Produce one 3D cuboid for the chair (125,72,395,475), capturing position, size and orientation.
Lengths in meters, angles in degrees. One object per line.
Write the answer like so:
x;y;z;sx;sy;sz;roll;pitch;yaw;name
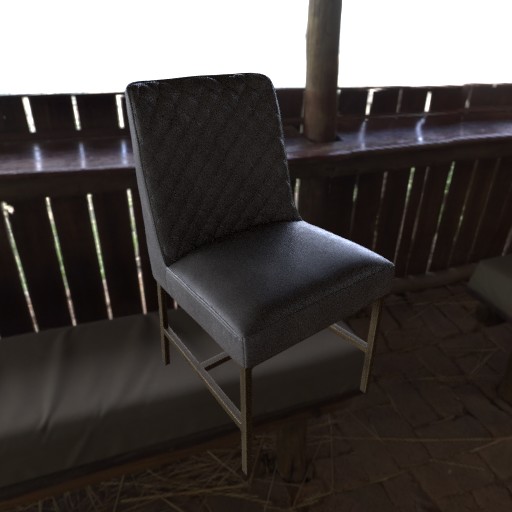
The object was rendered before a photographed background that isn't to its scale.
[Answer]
0.000;0.000;1.237;0.508;0.889;0.587;-20;35;-32;chair
